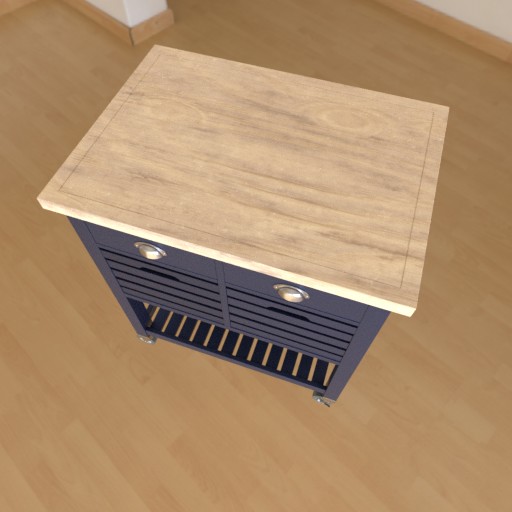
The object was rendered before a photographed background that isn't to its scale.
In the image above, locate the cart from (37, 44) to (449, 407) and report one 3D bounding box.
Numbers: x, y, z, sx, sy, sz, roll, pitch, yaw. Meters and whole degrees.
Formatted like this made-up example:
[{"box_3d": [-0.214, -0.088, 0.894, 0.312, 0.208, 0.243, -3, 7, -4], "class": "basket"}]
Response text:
[{"box_3d": [0.000, 0.000, 1.391, 0.797, 0.920, 0.567, 16, 60, 10], "class": "cart"}]
